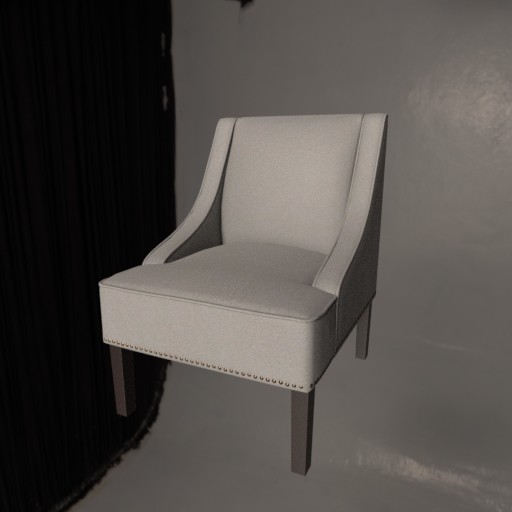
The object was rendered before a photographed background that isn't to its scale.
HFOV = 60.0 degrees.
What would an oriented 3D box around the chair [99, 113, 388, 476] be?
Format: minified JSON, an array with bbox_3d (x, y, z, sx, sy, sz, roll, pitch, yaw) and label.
[{"bbox_3d":[0.000,0.000,1.373,0.631,0.867,0.747,7,16,25],"label":"chair"}]
